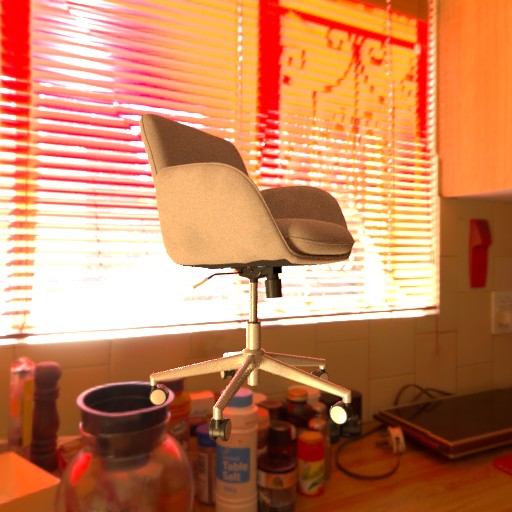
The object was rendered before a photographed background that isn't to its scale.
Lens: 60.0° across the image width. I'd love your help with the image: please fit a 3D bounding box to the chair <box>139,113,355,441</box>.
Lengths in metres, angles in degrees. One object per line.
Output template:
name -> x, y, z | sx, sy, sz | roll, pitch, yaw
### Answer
chair -> 0.000, 0.000, 1.445 | 0.654, 0.959, 0.648 | 0, 0, 34
